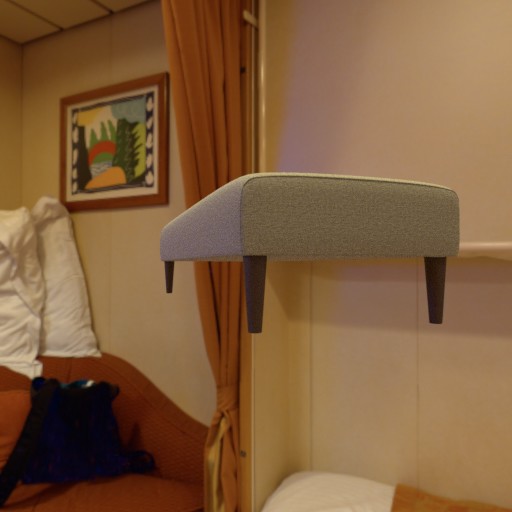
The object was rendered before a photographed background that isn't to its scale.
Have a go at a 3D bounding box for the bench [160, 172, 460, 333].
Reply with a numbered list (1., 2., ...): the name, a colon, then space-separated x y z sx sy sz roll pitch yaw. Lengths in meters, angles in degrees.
1. bench: 0.000 0.000 1.811 0.631 0.383 1.598 0 -1 -18
